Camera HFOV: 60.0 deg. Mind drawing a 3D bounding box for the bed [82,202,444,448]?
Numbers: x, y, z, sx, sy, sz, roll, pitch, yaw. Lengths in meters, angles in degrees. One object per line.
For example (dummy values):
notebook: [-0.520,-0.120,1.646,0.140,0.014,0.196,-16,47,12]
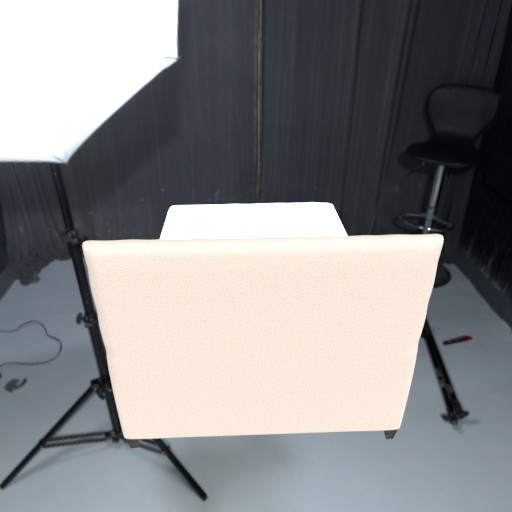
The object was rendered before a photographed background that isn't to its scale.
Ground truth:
bed: [0.000,0.000,3.332,1.696,1.426,2.233,-1,30,-2]
